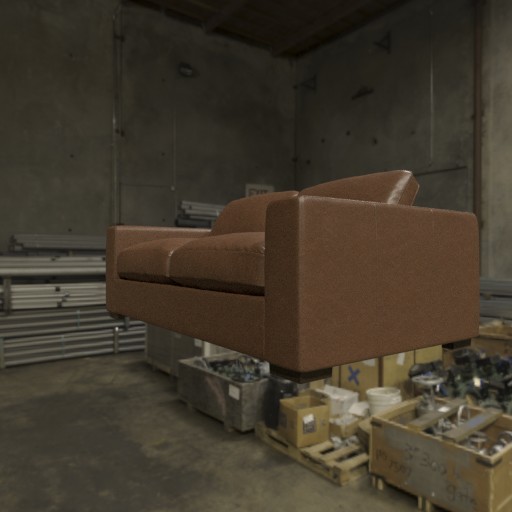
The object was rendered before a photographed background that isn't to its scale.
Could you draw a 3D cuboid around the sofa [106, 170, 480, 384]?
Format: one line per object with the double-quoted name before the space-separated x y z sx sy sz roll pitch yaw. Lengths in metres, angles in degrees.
"sofa" 0.000 0.000 2.407 1.070 0.800 1.920 0 0 -36
